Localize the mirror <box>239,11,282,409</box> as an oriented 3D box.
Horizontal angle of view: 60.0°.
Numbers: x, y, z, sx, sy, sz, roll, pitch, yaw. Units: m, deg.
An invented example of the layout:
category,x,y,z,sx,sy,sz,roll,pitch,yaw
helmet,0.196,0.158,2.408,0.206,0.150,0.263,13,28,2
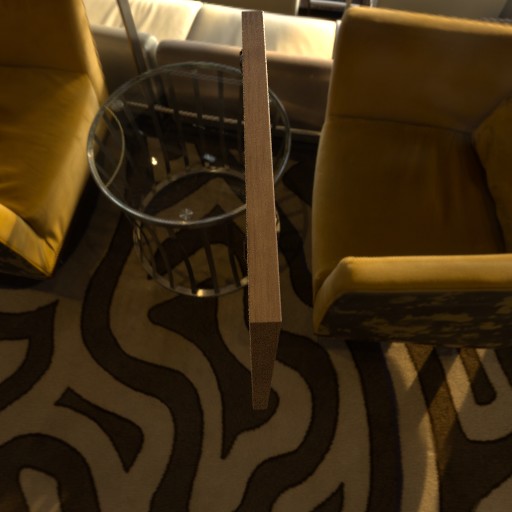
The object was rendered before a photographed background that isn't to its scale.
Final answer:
category,x,y,z,sx,sy,sz,roll,pitch,yaw
mirror,0.000,0.000,0.901,0.039,0.711,0.508,-2,64,-1
